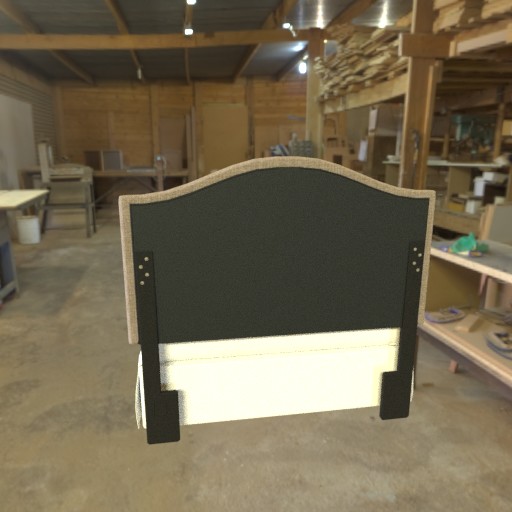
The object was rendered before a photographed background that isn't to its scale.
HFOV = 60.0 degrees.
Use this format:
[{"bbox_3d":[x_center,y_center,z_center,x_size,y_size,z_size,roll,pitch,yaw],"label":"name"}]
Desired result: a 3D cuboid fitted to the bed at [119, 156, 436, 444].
[{"bbox_3d":[0.000,0.000,3.368,1.713,1.518,2.153,-2,14,-9],"label":"bed"}]
